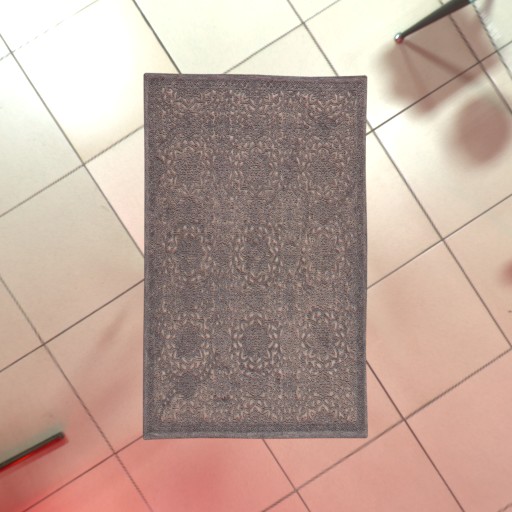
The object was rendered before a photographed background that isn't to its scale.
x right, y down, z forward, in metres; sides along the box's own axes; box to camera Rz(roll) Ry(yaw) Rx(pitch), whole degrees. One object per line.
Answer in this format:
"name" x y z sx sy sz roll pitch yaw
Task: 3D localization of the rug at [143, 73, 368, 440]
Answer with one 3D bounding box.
"rug" 0.000 0.000 3.029 1.535 0.022 2.498 0 90 -1
